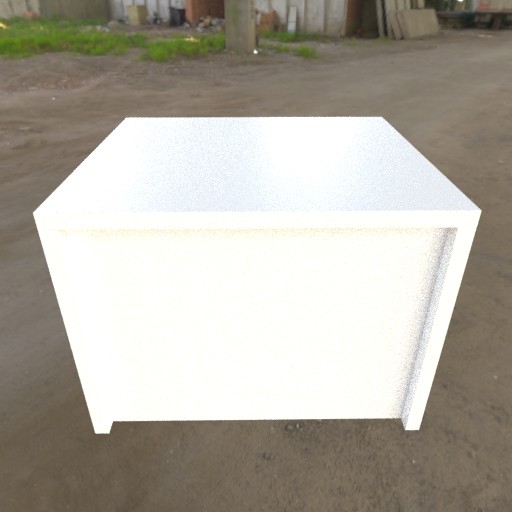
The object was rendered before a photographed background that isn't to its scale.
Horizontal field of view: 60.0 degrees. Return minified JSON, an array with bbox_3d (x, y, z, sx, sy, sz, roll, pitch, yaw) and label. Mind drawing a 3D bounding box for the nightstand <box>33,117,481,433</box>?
[{"bbox_3d":[0.000,0.000,0.729,0.470,0.351,0.408,0,31,-1],"label":"nightstand"}]
